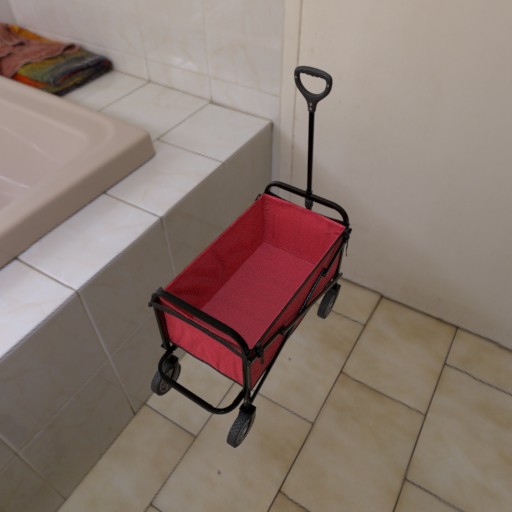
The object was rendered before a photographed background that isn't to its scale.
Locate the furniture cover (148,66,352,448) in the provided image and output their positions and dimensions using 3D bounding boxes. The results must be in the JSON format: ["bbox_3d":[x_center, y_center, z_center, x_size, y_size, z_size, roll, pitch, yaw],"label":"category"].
[{"bbox_3d":[0.000,0.000,1.833,0.532,1.295,1.038,26,51,23],"label":"furniture cover"}]
